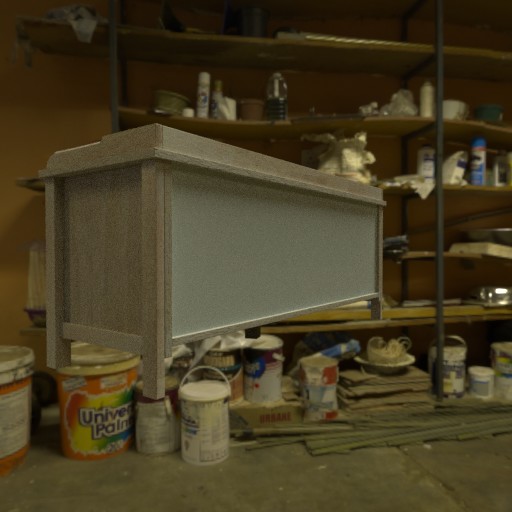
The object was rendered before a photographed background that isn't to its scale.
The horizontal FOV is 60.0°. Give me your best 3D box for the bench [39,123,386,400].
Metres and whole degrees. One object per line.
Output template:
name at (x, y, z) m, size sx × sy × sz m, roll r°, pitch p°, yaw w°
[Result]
bench at (0.000, 0.000, 1.361) m, size 0.398 × 0.501 × 1.140 m, roll 1°, pitch 1°, yaw 36°
